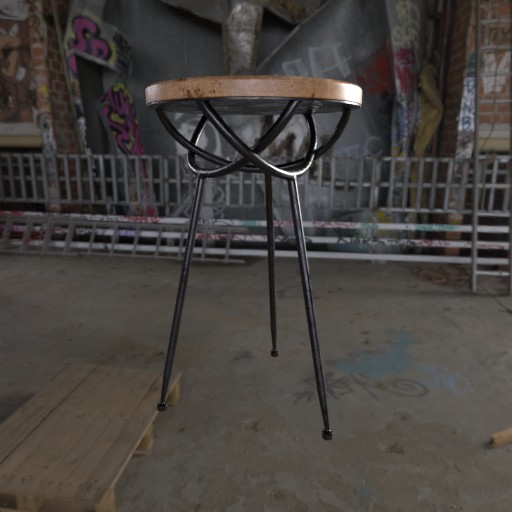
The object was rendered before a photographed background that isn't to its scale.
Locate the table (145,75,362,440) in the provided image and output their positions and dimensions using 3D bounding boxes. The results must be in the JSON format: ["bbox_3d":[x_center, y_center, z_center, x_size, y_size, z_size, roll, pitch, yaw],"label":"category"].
[{"bbox_3d":[0.000,0.000,0.943,0.414,0.664,0.418,8,16,28],"label":"table"}]
